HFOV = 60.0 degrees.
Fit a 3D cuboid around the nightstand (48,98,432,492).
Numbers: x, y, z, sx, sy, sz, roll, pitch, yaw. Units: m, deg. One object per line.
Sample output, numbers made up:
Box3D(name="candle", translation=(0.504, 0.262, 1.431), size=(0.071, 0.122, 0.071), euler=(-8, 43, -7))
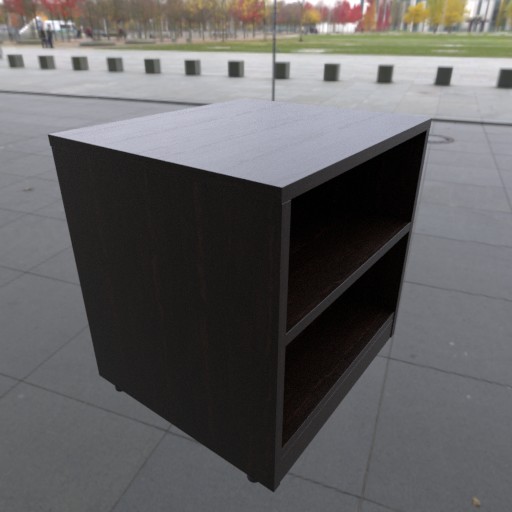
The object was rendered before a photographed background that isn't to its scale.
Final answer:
Box3D(name="nightstand", translation=(0.000, 0.000, 0.846), size=(0.427, 0.487, 0.489), euler=(19, 33, 32))
